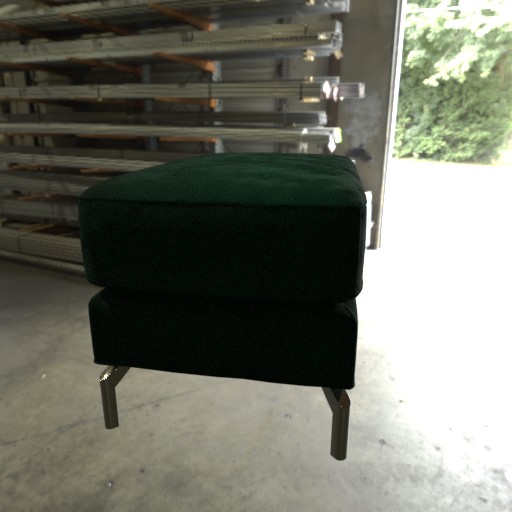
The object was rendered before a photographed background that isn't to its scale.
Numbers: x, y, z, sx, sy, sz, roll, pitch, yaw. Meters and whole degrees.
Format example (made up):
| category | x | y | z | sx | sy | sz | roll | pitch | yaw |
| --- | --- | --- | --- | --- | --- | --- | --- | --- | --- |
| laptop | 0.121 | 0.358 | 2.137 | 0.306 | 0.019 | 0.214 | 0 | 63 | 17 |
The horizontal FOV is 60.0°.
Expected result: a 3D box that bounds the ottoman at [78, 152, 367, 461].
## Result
| category | x | y | z | sx | sy | sz | roll | pitch | yaw |
| --- | --- | --- | --- | --- | --- | --- | --- | --- | --- |
| ottoman | 0.000 | 0.000 | 1.226 | 0.536 | 0.533 | 0.886 | 3 | 17 | 10 |
